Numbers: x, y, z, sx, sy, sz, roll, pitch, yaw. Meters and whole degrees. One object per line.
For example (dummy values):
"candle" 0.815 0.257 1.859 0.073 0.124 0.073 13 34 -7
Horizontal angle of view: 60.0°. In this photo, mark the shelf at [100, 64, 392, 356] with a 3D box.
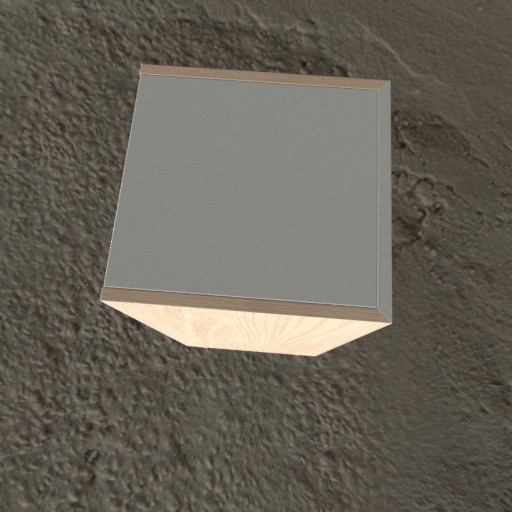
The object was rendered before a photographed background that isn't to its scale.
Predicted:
"shelf" 0.000 0.000 0.773 0.297 0.594 0.290 4 74 1
